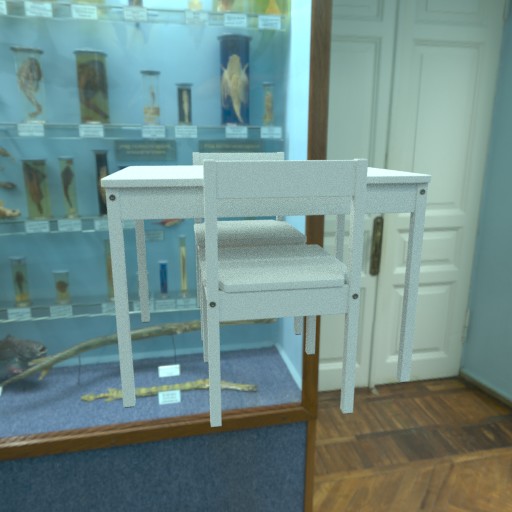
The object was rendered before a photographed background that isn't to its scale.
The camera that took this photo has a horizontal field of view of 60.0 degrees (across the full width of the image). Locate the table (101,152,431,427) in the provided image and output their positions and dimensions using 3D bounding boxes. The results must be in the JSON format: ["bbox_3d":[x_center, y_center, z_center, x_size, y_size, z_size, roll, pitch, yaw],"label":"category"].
[{"bbox_3d":[0.000,0.000,1.130,0.650,0.503,0.672,-2,14,-9],"label":"table"}]
